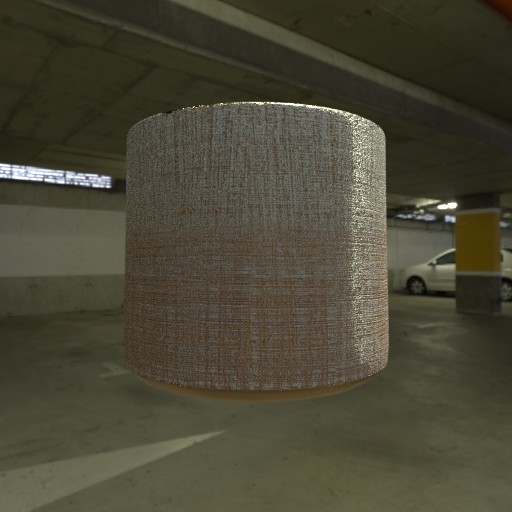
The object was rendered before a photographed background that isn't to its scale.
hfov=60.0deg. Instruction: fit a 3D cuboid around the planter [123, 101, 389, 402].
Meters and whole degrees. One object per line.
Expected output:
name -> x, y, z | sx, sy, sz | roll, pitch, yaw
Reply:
planter -> 0.000, 0.000, 0.310 | 0.177, 0.157, 0.177 | 0, -1, 0
